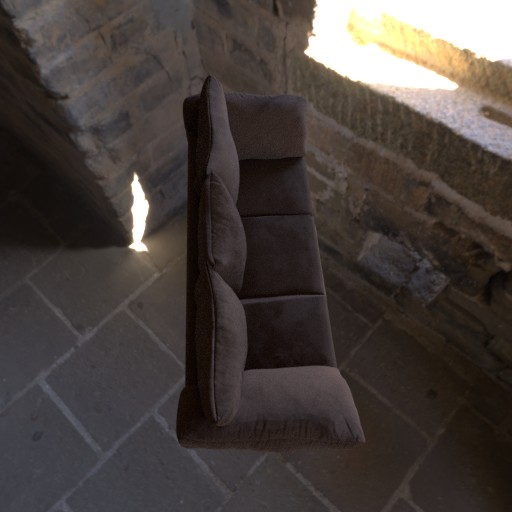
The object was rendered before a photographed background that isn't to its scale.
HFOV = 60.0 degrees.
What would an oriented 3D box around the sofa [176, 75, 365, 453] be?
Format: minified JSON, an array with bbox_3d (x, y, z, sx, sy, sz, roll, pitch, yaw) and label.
[{"bbox_3d":[0.000,0.000,2.803,0.878,1.015,2.336,-3,62,-2],"label":"sofa"}]
